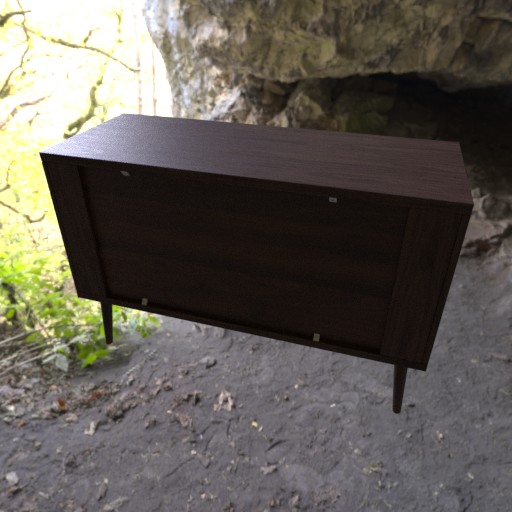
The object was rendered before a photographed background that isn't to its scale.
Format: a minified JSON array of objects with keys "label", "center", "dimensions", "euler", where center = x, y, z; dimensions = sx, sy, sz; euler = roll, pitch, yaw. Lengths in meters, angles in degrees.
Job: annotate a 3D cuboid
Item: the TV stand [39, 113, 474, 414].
[{"label":"TV stand","center":[0.000,0.000,1.301],"dimensions":[0.990,0.660,0.405],"euler":[9,33,15]}]
